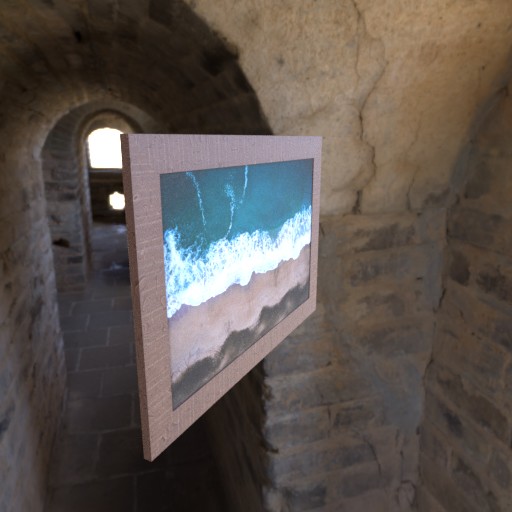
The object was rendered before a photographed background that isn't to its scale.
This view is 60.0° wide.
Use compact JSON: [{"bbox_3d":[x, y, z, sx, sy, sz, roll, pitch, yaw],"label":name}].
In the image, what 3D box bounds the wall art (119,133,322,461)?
[{"bbox_3d":[0.000,0.000,1.193,0.019,0.626,0.917,8,17,27],"label":"wall art"}]
